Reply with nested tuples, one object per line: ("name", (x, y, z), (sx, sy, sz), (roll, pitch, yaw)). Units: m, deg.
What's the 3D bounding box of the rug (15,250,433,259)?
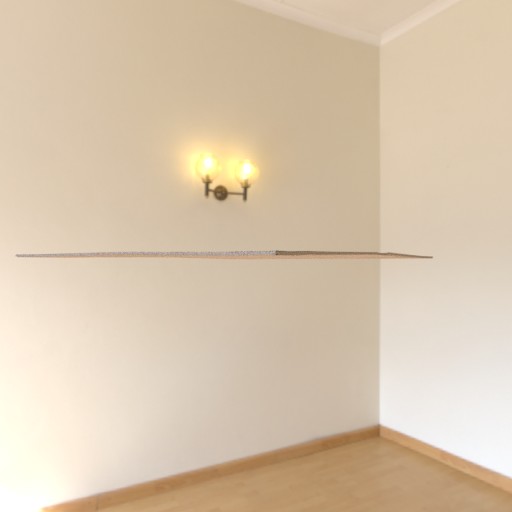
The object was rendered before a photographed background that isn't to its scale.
("rug", (0.000, 0.000, 4.190), (2.467, 0.046, 3.245), (-1, -1, 35))
